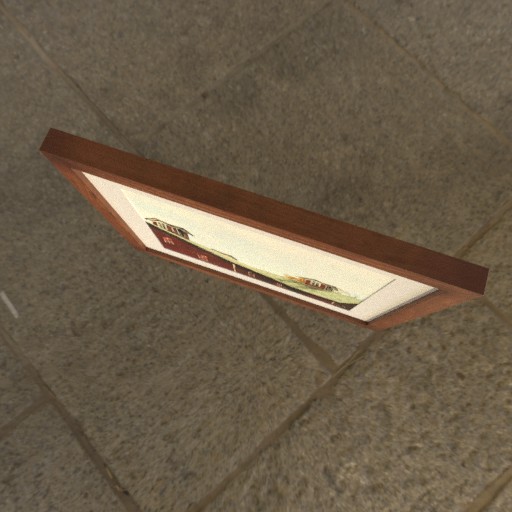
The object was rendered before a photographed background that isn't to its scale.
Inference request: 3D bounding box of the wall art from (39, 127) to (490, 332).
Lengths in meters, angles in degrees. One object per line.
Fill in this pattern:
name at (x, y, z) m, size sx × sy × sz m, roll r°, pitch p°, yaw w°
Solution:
wall art at (0.000, 0.000, 0.751) m, size 0.558 × 0.457 × 0.033 m, roll 18°, pitch 76°, yaw 5°
